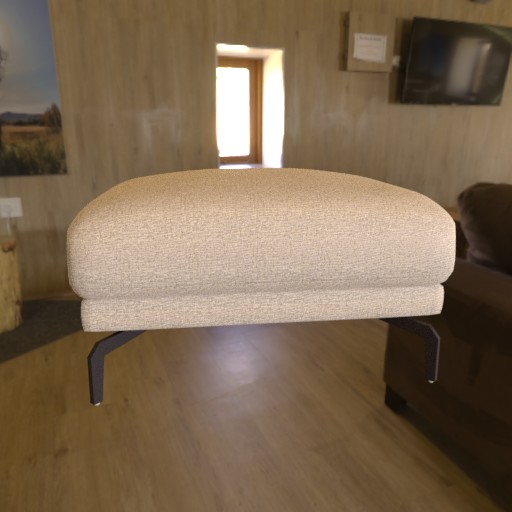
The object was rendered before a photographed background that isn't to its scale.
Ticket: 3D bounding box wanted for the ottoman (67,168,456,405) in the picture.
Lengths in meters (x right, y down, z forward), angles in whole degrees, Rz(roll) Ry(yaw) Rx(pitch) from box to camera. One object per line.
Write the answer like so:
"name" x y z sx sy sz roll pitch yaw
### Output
"ottoman" 0.000 0.000 1.101 0.772 0.420 0.568 -2 16 -7
